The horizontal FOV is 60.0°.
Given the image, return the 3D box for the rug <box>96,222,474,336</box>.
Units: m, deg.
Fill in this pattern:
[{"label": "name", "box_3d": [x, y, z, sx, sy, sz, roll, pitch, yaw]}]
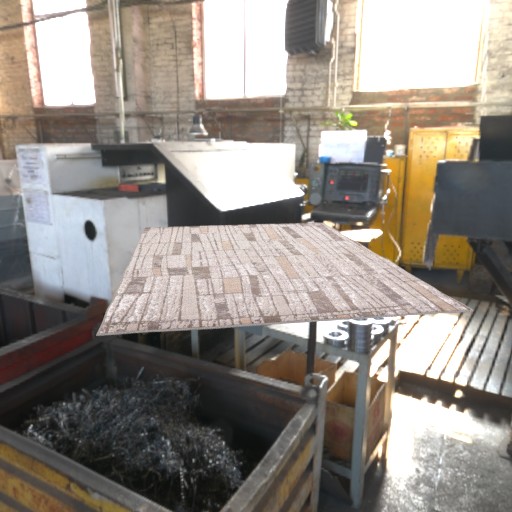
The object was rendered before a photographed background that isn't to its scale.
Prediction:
[{"label": "rug", "box_3d": [0.000, 0.000, 4.397, 2.449, 0.019, 3.357, -2, 15, -9]}]
